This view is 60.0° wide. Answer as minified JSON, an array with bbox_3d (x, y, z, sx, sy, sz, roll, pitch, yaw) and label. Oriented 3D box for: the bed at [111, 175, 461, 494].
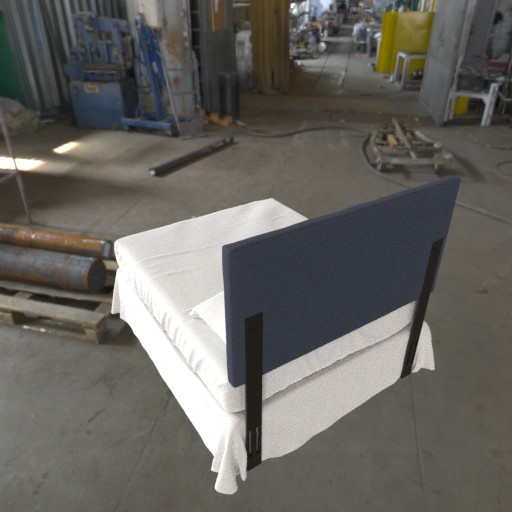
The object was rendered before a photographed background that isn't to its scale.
[{"bbox_3d":[0.000,0.000,3.407,1.936,1.577,2.222,-18,35,-28],"label":"bed"}]
